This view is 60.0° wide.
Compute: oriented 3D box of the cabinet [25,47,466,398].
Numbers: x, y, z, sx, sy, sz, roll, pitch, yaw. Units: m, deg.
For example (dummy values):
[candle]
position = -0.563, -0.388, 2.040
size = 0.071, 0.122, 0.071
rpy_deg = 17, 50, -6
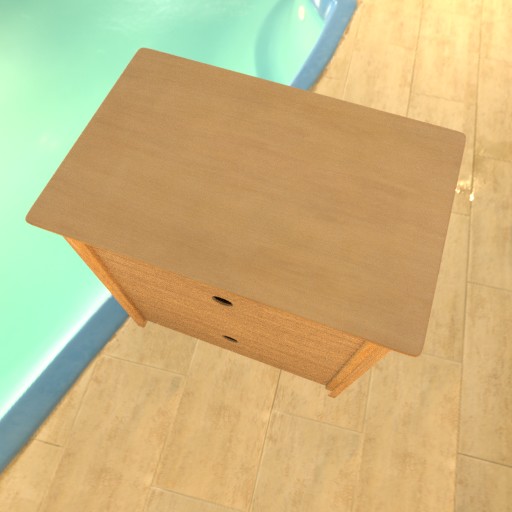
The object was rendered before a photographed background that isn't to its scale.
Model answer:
[cabinet]
position = 0.000, 0.000, 1.230
size = 0.763, 0.762, 0.503
rpy_deg = 18, 66, 8
